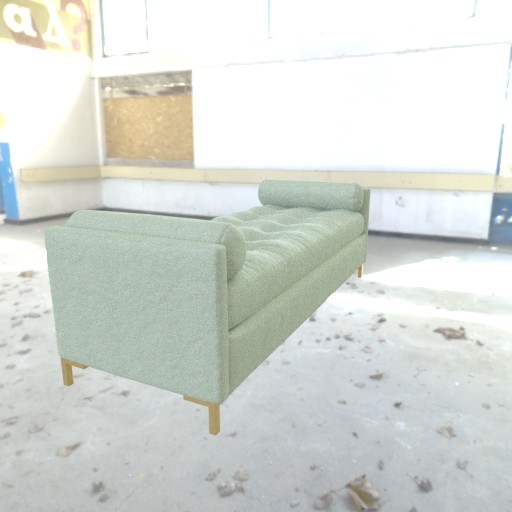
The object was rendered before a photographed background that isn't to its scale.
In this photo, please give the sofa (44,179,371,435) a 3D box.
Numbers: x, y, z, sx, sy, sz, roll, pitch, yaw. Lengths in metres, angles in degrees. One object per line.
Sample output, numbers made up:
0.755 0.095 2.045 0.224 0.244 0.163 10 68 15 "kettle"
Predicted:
0.000 0.000 2.468 0.796 0.705 2.102 7 16 26 "sofa"
